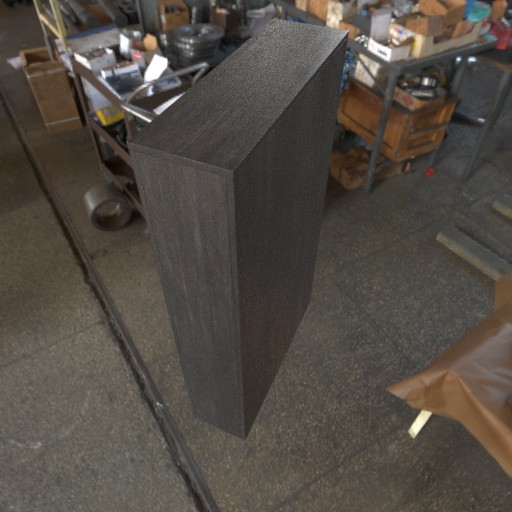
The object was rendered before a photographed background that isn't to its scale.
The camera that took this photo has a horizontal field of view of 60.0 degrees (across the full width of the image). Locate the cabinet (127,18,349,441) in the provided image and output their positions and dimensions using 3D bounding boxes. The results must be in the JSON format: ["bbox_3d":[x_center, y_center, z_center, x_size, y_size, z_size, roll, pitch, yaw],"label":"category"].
[{"bbox_3d":[0.000,0.000,1.544,0.250,1.280,0.750,18,49,17],"label":"cabinet"}]
